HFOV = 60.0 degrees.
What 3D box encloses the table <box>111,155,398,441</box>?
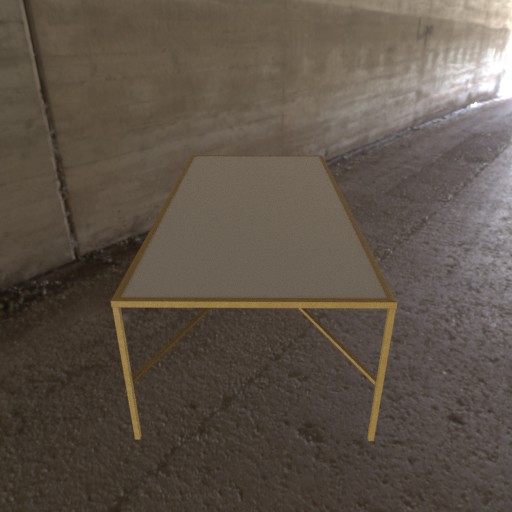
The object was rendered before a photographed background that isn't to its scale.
[{"bbox_3d":[0.000,0.000,1.524,0.580,0.398,1.206,0,27,0],"label":"table"}]
